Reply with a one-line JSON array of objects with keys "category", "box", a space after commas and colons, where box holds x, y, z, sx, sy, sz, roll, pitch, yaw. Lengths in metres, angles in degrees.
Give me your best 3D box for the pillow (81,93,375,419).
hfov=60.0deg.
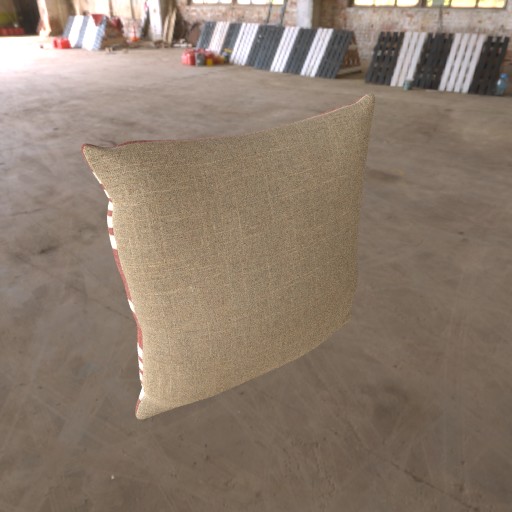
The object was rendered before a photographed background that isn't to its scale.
[{"category": "pillow", "box": [0.000, 0.000, 0.668, 0.439, 0.427, 0.182, -19, 36, -28]}]
